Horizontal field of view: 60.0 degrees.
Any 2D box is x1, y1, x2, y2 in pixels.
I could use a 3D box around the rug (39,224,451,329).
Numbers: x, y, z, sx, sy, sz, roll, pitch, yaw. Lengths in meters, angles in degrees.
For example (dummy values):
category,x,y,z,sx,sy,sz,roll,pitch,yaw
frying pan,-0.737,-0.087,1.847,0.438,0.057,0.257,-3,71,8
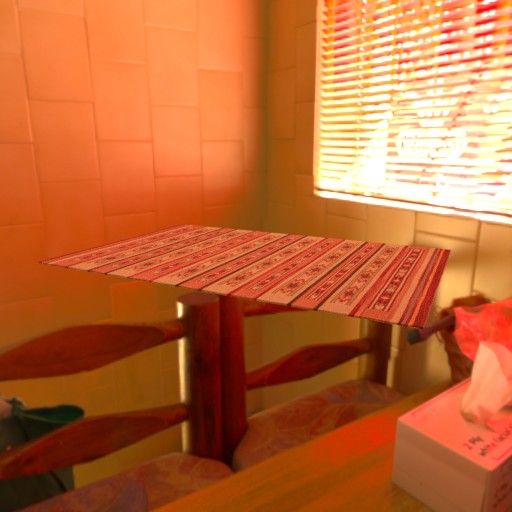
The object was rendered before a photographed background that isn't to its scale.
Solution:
category,x,y,z,sx,sy,sz,roll,pitch,yaw
rug,0.000,0.000,2.337,1.817,0.008,1.223,7,16,26
